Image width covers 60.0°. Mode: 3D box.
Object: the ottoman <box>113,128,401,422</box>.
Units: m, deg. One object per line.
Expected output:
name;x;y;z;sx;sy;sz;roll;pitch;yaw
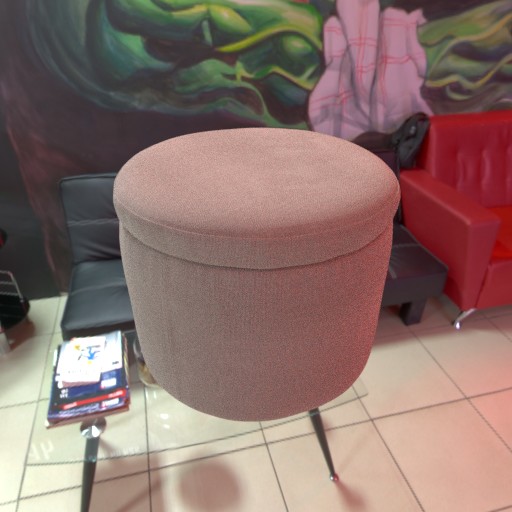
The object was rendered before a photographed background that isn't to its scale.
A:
ottoman;0.000;0.000;0.870;0.497;0.409;0.497;0;31;0
